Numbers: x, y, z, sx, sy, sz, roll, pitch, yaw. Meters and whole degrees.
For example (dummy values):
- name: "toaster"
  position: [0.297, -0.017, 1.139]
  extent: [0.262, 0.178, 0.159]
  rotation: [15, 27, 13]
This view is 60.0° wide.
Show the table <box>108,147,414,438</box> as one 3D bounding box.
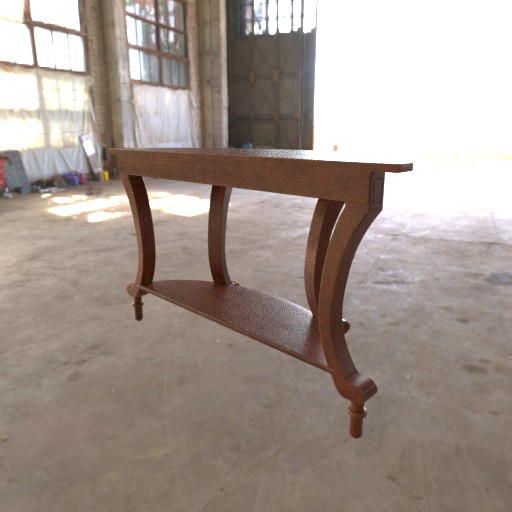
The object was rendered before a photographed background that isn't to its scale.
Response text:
- name: "table"
  position: [0.000, 0.000, 1.523]
  extent: [1.198, 0.699, 0.394]
  rotation: [15, 22, 42]
